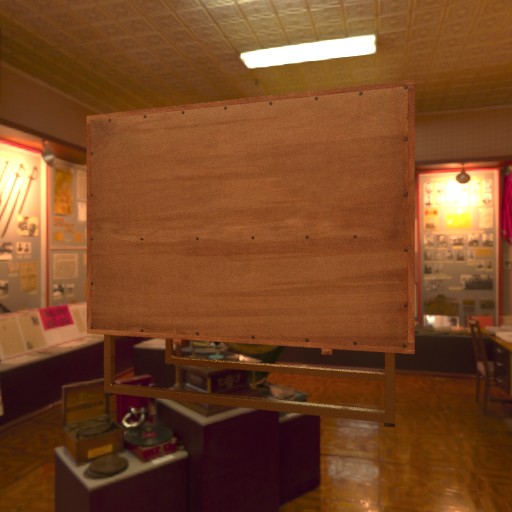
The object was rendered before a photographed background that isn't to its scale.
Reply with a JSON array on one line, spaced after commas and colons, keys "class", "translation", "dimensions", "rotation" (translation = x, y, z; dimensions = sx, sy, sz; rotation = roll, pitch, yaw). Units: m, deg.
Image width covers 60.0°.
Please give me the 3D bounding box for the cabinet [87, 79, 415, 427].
[{"class": "cabinet", "translation": [0.000, 0.000, 1.434], "dimensions": [0.950, 0.860, 0.451], "rotation": [0, 0, 17]}]
